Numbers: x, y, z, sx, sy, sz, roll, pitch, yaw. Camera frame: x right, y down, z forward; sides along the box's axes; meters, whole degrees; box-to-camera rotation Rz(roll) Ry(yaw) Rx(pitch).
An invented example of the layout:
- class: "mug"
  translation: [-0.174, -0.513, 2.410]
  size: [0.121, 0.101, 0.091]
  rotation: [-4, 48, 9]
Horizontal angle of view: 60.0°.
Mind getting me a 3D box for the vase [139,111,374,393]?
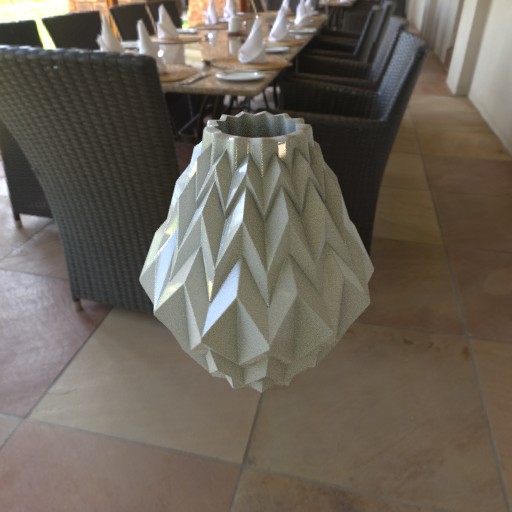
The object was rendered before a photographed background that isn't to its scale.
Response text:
- class: "vase"
  translation: [0.000, 0.000, 0.312]
  size: [0.164, 0.185, 0.164]
  rotation: [0, 32, 0]
